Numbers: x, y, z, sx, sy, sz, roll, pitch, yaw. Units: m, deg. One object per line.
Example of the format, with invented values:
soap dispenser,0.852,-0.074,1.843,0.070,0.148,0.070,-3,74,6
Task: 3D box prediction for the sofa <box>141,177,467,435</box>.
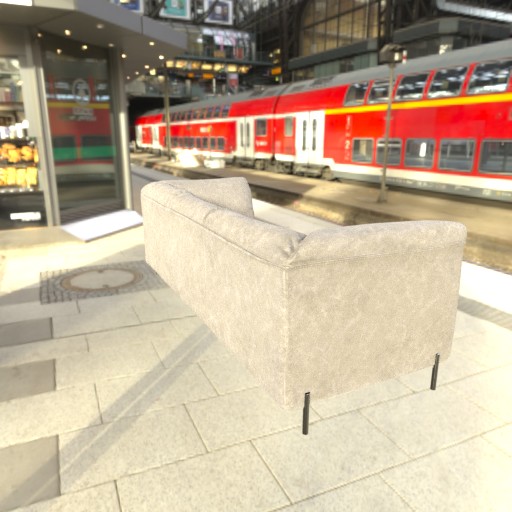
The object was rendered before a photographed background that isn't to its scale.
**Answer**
sofa,0.000,0.000,2.663,0.899,0.758,2.238,-8,17,-25
